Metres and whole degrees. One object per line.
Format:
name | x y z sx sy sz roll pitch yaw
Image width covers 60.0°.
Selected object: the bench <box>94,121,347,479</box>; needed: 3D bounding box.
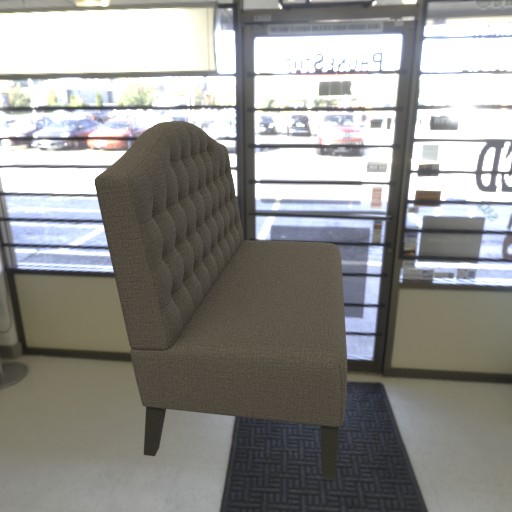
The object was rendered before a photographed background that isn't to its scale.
bench | 0.000 0.000 2.029 0.815 1.180 1.335 3 18 9
